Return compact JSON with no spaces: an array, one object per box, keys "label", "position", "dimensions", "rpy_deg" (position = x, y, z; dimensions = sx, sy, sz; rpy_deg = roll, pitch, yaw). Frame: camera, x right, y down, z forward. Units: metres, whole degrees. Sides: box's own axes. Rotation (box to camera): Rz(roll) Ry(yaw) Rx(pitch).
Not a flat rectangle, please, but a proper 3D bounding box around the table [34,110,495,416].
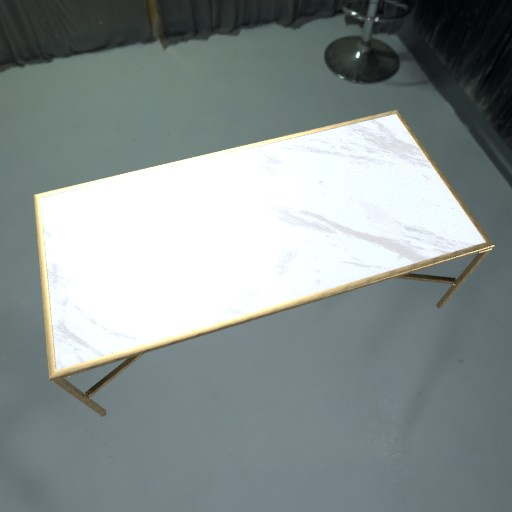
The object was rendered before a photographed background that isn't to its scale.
[{"label":"table","position":[0.000,0.000,1.437],"dimensions":[1.197,0.405,0.577],"rpy_deg":[-16,60,-9]}]
